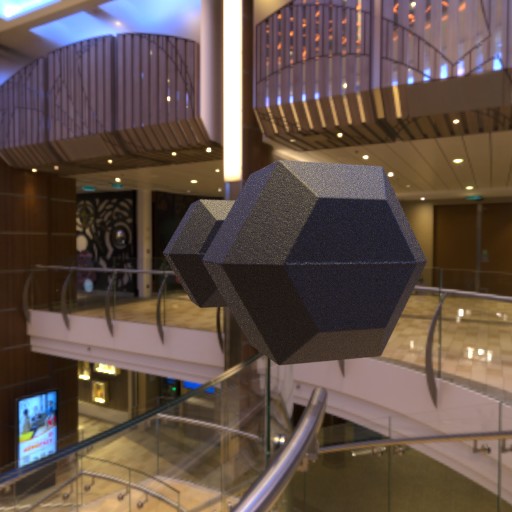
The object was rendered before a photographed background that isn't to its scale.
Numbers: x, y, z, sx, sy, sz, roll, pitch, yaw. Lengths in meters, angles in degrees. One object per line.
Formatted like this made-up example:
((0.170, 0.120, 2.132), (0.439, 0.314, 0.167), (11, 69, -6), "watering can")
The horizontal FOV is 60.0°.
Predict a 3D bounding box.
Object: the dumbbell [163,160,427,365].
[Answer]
((0.000, 0.000, 0.420), (0.141, 0.123, 0.356), (-1, 2, -18), "dumbbell")
